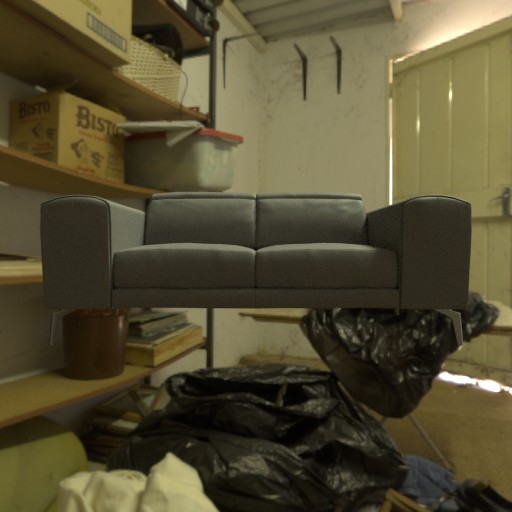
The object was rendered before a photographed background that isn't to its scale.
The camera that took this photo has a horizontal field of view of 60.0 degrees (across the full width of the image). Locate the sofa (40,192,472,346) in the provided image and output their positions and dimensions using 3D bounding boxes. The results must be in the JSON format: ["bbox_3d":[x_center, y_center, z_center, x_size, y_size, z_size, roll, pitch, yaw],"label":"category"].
[{"bbox_3d":[0.000,0.000,2.398,1.895,0.779,1.003,0,1,0],"label":"sofa"}]
